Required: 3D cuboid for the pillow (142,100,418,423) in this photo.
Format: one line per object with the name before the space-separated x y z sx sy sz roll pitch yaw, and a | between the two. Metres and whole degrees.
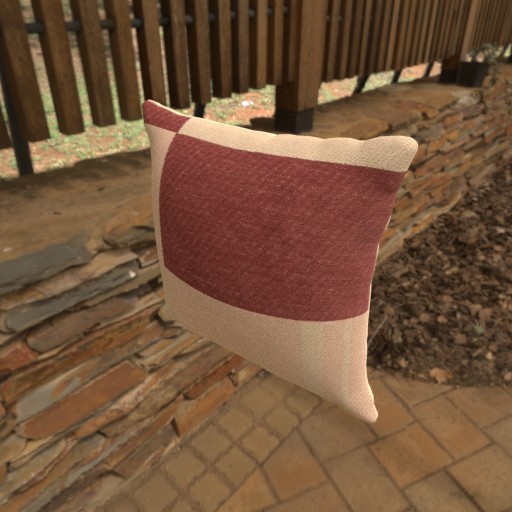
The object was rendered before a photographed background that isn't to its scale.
pillow | 0.000 0.000 0.805 0.536 0.506 0.229 20 36 31
